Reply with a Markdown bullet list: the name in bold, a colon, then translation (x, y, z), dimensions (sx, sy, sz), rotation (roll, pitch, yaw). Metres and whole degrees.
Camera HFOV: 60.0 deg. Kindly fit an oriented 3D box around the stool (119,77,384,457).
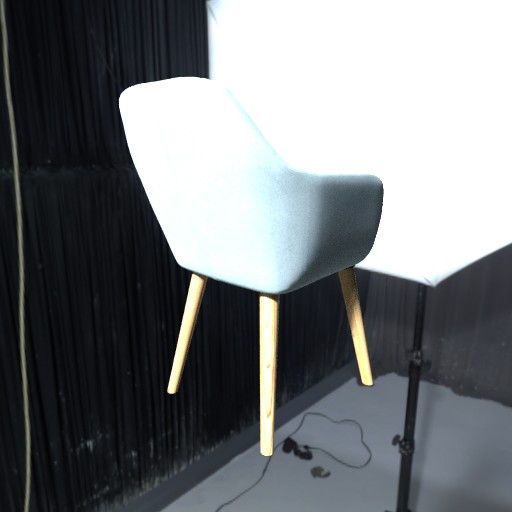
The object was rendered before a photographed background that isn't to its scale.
- **stool**: translation (0.000, 0.000, 1.192), dimensions (0.503, 0.830, 0.590), rotation (13, 20, 43)
